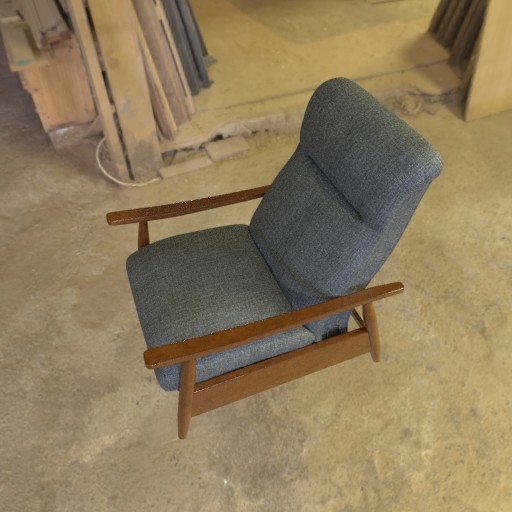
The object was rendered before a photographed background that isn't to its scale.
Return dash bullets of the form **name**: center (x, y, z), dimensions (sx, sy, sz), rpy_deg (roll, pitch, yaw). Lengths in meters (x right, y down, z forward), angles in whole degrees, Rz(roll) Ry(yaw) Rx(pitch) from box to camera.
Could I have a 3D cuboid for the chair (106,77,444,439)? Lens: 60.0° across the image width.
- **chair**: center (0.000, 0.000, 1.776), dimensions (1.030, 1.082, 0.762), rpy_deg (-17, 49, -15)
